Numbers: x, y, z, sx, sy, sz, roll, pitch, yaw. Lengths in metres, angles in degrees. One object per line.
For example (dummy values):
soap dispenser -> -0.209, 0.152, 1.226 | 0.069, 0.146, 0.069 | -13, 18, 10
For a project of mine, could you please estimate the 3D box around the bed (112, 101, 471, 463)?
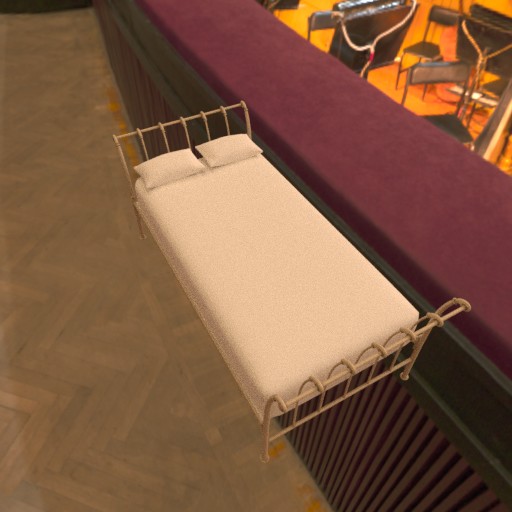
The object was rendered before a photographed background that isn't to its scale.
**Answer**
bed -> 0.000, 0.000, 2.814 | 1.032, 0.873, 2.228 | -22, 50, -20
